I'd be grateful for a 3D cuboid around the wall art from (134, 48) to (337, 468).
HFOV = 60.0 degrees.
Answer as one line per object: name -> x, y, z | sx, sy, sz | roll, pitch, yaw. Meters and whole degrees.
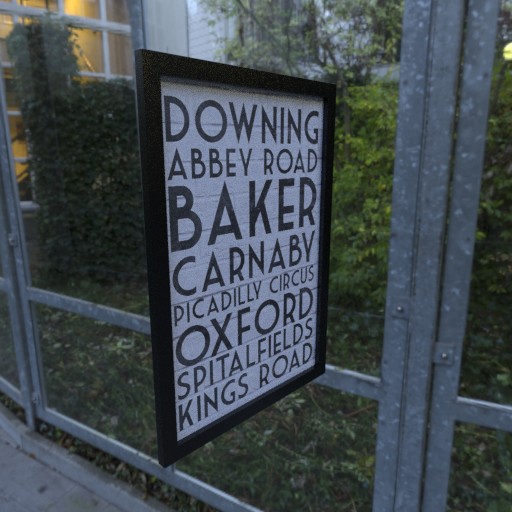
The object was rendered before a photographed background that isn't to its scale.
wall art -> 0.000, 0.000, 0.840 | 0.019, 0.656, 0.462 | 13, 18, 43
